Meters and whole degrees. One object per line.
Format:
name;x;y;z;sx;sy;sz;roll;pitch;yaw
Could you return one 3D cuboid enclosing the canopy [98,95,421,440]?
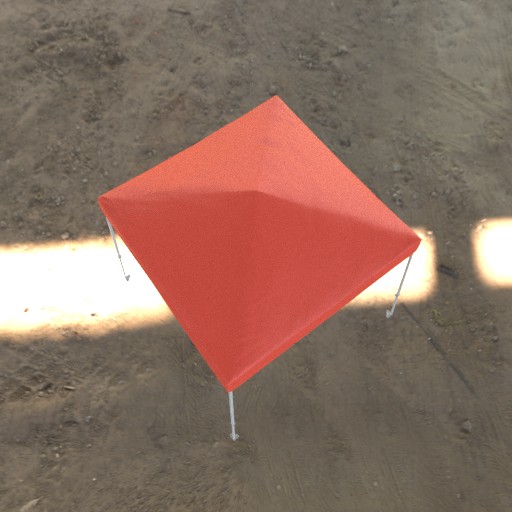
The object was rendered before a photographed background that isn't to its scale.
canopy;0.000;0.000;5.301;2.849;2.850;2.850;-34;70;-14
